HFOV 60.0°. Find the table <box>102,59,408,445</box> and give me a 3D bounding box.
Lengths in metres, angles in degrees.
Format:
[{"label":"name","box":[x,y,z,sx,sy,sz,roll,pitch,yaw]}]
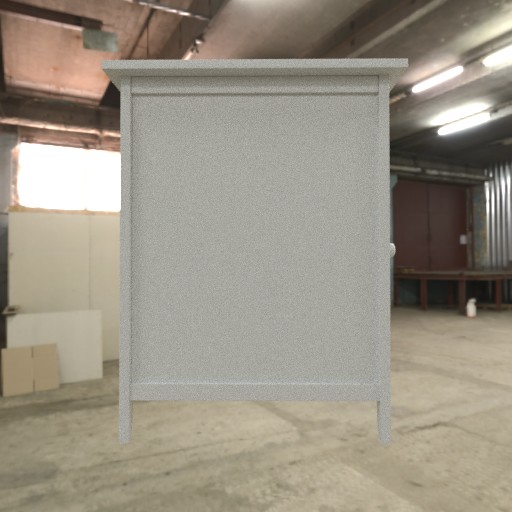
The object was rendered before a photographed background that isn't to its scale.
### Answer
[{"label":"table","box":[0.000,0.000,0.736,0.381,0.483,0.381,0,-1,1]}]
